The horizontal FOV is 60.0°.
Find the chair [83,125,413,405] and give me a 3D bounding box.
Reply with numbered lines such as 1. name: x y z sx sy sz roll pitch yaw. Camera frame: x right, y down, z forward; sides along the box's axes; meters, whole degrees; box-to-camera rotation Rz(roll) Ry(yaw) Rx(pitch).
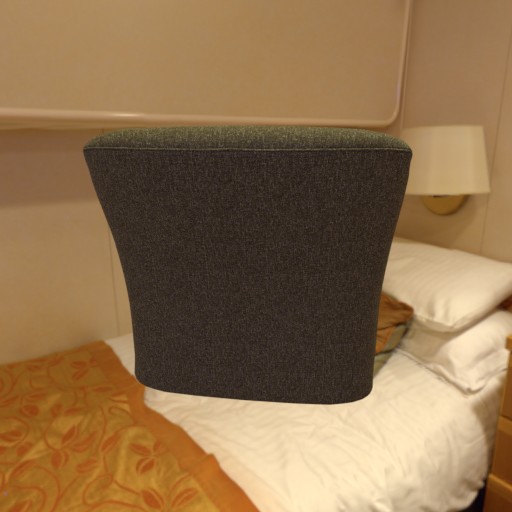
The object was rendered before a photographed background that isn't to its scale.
1. chair: 0.000 0.000 1.538 0.864 0.856 0.923 2 16 7
